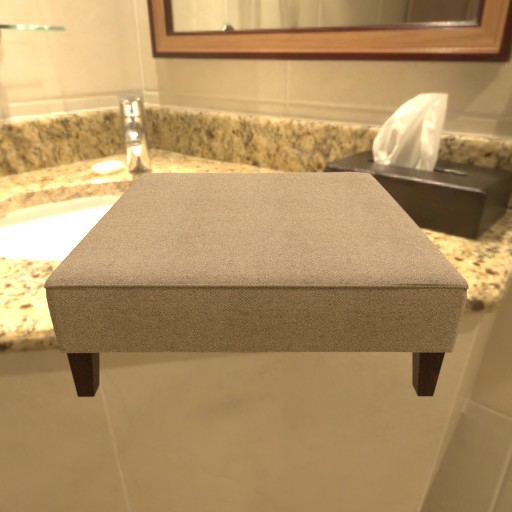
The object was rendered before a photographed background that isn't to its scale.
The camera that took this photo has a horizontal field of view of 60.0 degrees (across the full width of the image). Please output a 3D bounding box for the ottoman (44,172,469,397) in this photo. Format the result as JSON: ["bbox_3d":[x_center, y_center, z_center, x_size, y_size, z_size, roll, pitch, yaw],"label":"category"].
[{"bbox_3d":[0.000,0.000,1.496,0.982,0.381,0.973,0,25,0],"label":"ottoman"}]
